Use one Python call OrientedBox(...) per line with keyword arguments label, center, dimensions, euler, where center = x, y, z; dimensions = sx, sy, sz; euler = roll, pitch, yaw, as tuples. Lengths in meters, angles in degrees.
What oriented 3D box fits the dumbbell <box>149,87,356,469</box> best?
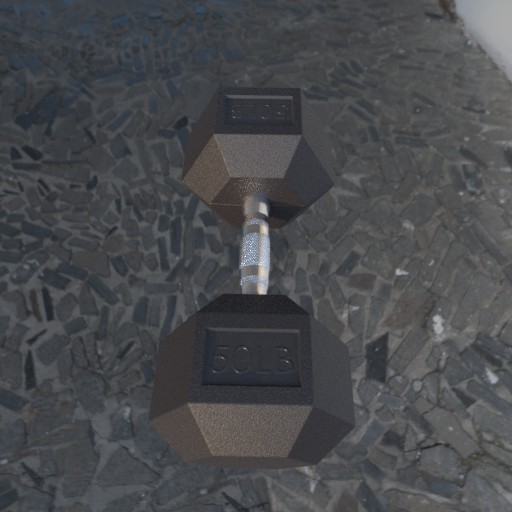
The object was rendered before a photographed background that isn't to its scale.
OrientedBox(label="dumbbell", center=(0.000, 0.000, 0.450), dimensions=(0.173, 0.150, 0.384), euler=(1, 60, 1))
